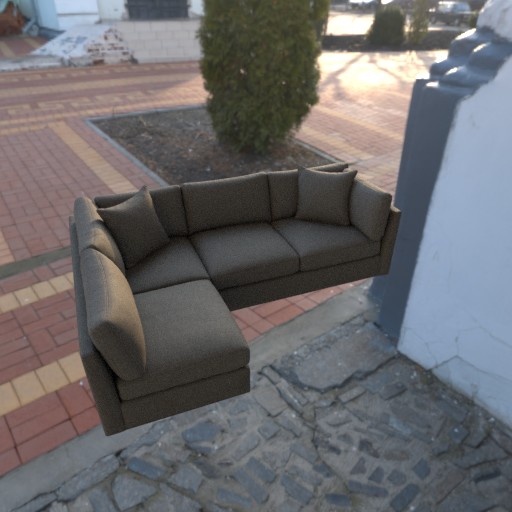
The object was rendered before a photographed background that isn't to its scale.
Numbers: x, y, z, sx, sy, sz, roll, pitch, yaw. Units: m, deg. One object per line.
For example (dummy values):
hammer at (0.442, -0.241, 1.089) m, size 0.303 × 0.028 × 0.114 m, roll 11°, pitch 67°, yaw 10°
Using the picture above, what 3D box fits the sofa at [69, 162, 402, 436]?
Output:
sofa at (0.000, 0.000, 3.806) m, size 2.896 × 0.978 × 1.994 m, roll -11°, pitch 32°, yaw -19°
